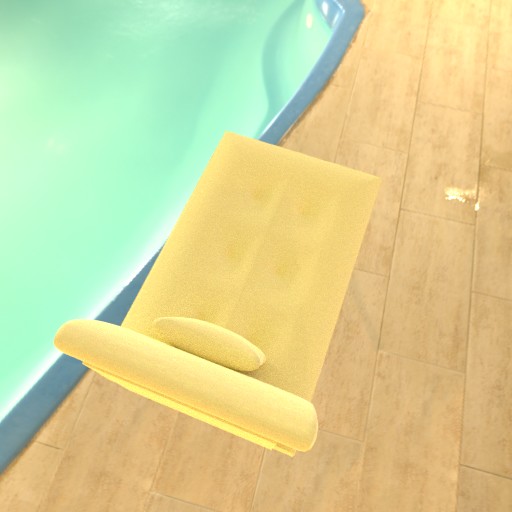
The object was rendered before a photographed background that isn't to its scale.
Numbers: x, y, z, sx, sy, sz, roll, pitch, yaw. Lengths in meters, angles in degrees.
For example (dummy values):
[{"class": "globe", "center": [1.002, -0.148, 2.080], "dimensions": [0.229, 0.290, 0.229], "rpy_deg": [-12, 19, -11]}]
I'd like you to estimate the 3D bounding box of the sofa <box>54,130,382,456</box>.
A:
[{"class": "sofa", "center": [0.000, 0.000, 2.014], "dimensions": [0.930, 0.820, 1.450], "rpy_deg": [19, 66, 9]}]
